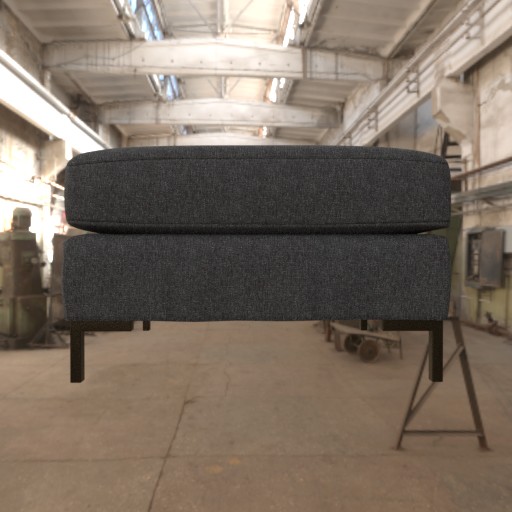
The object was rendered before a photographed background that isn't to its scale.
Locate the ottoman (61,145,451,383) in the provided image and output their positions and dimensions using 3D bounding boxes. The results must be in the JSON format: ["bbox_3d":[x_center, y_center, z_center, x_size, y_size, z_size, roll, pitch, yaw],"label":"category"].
[{"bbox_3d":[0.000,0.000,1.263,0.831,0.533,0.695,0,1,0],"label":"ottoman"}]
